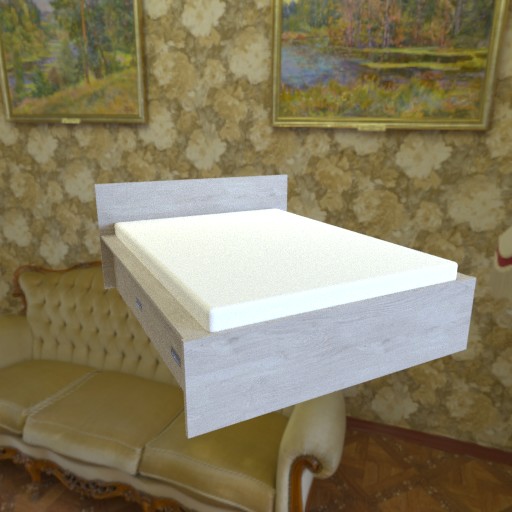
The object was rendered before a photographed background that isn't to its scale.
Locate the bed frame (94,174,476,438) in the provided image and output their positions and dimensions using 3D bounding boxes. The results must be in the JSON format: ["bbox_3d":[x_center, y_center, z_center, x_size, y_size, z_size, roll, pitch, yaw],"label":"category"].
[{"bbox_3d":[0.000,0.000,2.839,1.622,0.800,1.960,-8,18,-26],"label":"bed frame"}]
